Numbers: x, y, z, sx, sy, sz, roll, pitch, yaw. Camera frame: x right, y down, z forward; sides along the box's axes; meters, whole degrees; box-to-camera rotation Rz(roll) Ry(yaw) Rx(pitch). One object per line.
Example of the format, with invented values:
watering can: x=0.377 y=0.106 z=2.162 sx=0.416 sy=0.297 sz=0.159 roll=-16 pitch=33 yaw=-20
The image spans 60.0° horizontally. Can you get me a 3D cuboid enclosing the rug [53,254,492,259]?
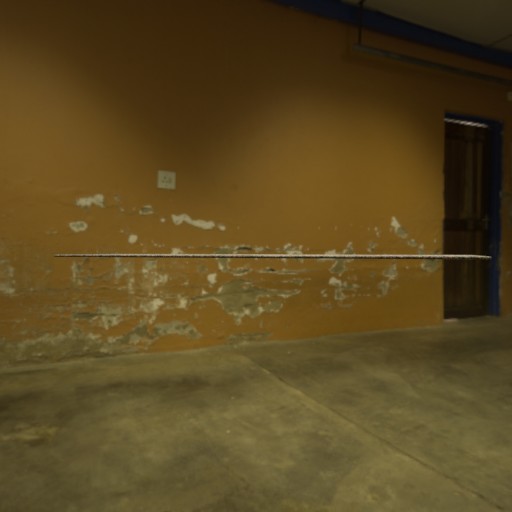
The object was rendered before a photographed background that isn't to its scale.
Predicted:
rug: x=0.000 y=0.000 z=2.514 sx=2.305 sy=0.013 sz=0.719 roll=0 pitch=1 yaw=21
